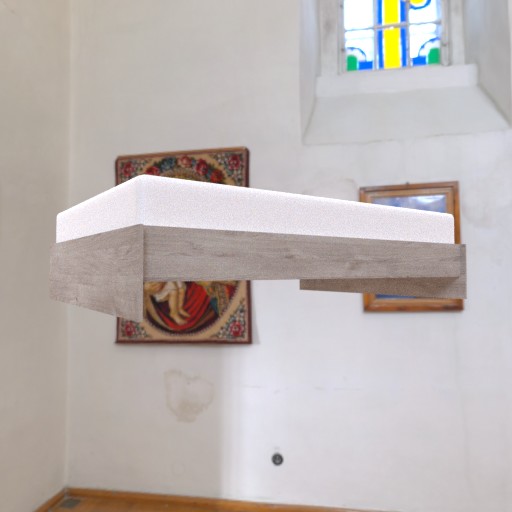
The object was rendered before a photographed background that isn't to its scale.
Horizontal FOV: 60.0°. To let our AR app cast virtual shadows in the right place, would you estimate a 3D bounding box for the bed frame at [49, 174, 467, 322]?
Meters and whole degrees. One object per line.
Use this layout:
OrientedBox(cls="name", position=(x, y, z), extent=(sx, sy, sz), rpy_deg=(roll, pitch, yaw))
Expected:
OrientedBox(cls="bed frame", position=(0.000, 0.000, 2.580), extent=(1.945, 0.497, 1.445), rpy_deg=(1, -2, -35))
